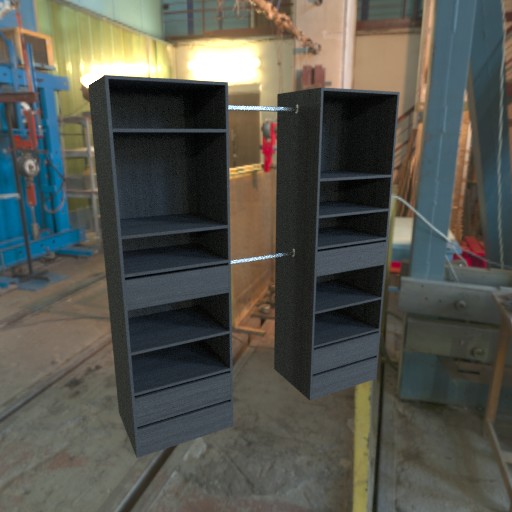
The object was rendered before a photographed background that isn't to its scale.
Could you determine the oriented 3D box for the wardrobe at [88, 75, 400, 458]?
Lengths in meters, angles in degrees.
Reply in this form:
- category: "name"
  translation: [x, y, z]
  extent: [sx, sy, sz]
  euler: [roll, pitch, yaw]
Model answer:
- category: "wardrobe"
  translation: [0.000, 0.000, 2.821]
  extent: [1.770, 2.000, 0.480]
  euler: [-8, 17, -27]
